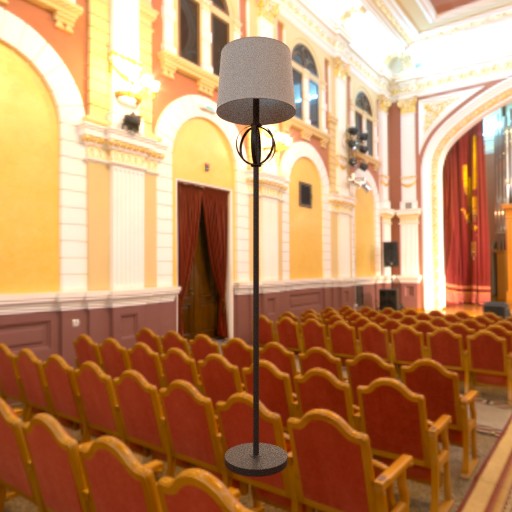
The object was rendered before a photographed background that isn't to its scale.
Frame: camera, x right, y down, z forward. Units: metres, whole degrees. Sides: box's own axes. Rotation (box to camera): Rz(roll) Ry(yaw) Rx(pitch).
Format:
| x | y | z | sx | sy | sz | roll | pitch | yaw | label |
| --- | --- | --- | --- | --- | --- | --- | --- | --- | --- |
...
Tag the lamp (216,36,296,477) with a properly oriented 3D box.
| x | y | z | sx | sy | sz | roll | pitch | yaw | label |
| --- | --- | --- | --- | --- | --- | --- | --- | --- | --- |
| 0.000 | 0.000 | 1.590 | 0.286 | 1.462 | 0.286 | -1 | -2 | 37 | lamp |
